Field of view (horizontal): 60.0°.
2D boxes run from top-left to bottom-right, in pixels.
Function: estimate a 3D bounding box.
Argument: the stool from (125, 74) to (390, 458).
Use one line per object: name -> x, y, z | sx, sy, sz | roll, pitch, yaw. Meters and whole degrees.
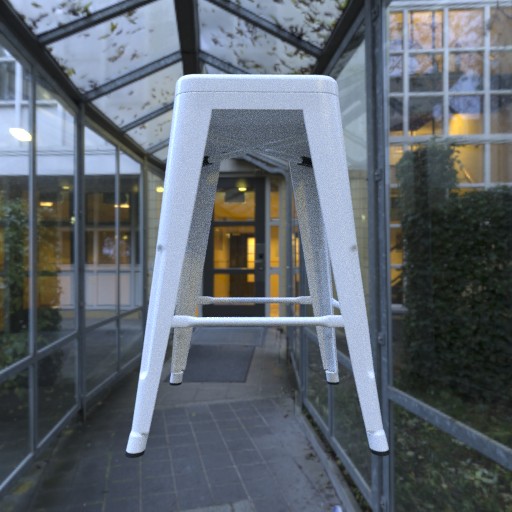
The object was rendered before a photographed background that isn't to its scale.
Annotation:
stool -> 0.000, 0.000, 0.874 | 0.406, 0.610, 0.406 | 0, 0, -1
